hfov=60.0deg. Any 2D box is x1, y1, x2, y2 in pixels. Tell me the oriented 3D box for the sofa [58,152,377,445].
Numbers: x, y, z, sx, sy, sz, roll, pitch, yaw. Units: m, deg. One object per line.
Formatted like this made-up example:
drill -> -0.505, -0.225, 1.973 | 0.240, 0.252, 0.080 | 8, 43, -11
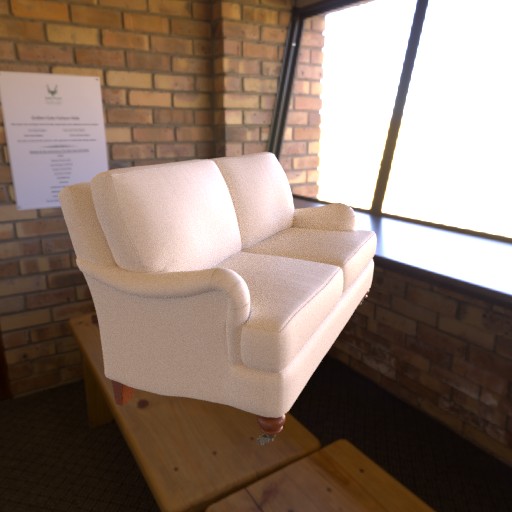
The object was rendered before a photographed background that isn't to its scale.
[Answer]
sofa -> 0.000, 0.000, 2.575 | 1.084, 1.101, 1.853 | 7, 18, 24
